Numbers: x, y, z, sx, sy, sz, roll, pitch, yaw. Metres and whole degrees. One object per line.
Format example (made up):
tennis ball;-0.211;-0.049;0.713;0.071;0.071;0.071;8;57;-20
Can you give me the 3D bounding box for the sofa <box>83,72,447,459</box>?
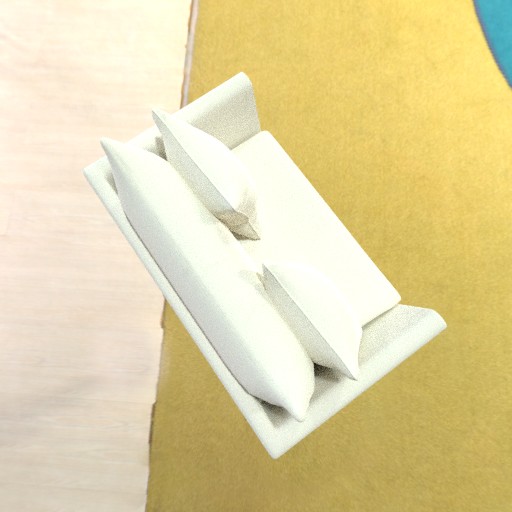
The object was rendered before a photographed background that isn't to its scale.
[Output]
sofa;0.000;0.000;2.268;1.026;1.039;1.608;-35;79;-8
